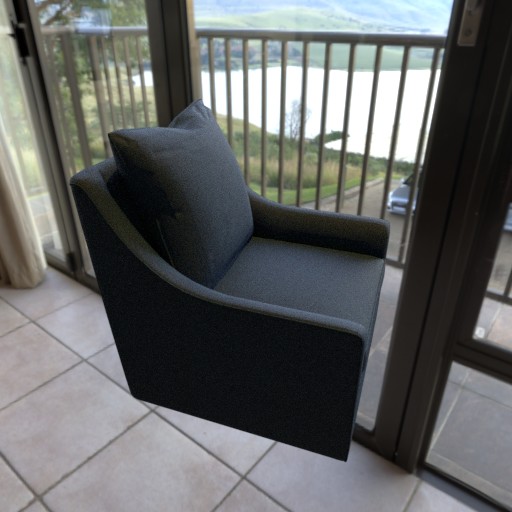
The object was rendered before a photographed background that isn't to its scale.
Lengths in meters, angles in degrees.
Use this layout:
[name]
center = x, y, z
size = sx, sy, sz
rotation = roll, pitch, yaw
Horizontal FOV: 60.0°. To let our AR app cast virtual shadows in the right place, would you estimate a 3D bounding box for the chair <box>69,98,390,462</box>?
[chair]
center = 0.000, 0.000, 1.564
size = 0.870, 0.939, 0.750
rotation = 10, 30, 17
